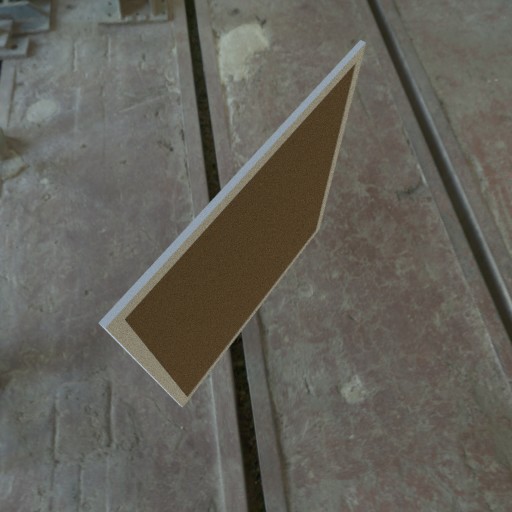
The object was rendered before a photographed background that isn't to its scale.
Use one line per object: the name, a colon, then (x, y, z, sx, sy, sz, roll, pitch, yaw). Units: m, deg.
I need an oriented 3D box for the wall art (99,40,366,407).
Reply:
wall art: (0.000, 0.000, 1.198, 0.015, 0.812, 0.812, 33, 68, 16)
